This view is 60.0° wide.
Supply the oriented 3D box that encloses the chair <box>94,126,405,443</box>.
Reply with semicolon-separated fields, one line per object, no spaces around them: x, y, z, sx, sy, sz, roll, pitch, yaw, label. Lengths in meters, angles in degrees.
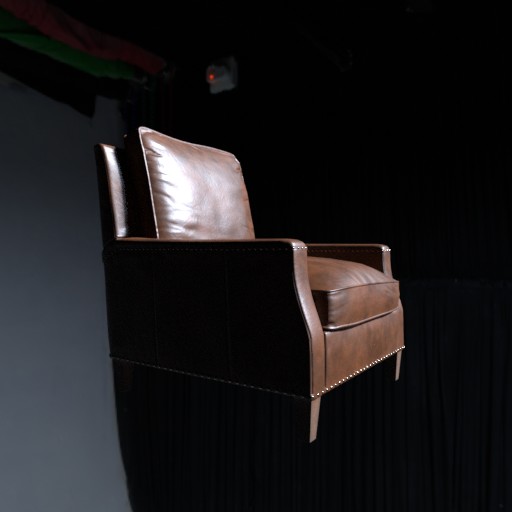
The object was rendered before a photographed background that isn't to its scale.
0.000;0.000;1.844;1.035;1.054;0.854;0;0;35;chair
